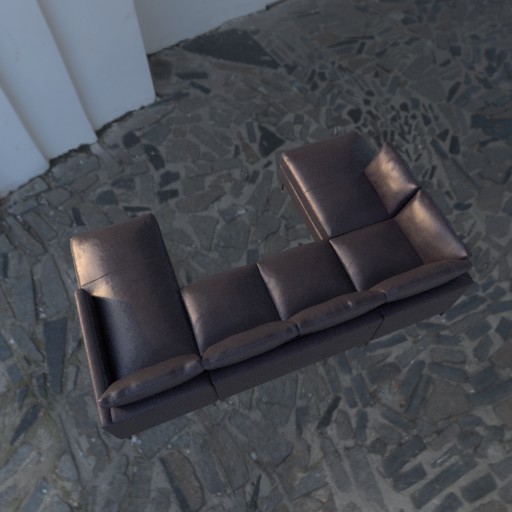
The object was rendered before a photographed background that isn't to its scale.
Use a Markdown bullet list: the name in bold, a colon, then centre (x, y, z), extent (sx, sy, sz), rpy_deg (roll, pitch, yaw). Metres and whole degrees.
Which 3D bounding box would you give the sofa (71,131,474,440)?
- **sofa**: centre (0.000, 0.000, 3.796), extent (2.956, 0.900, 1.939), rpy_deg (-19, 61, -11)
